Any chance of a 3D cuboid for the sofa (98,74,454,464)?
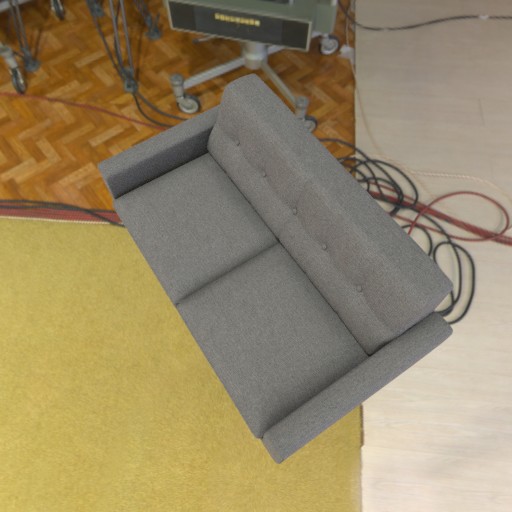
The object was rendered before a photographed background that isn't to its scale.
[{"bbox_3d":[0.000,0.000,2.155,0.909,0.841,1.631,-31,67,-15],"label":"sofa"}]
